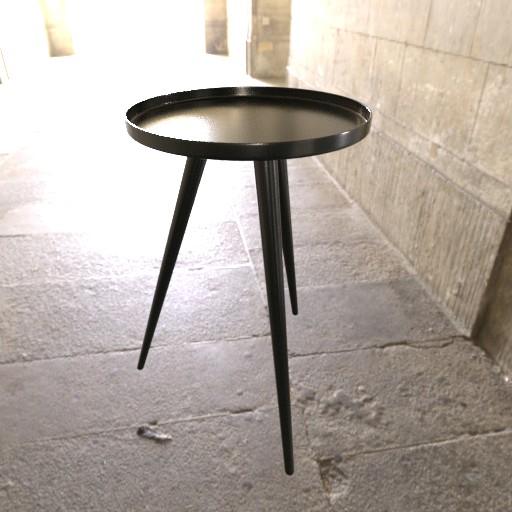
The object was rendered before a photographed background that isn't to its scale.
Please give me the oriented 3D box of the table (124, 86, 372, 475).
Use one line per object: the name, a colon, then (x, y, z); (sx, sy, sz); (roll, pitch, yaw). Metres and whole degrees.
table: (0.000, 0.000, 0.832); (0.403, 0.548, 0.415); (20, 36, 30)
